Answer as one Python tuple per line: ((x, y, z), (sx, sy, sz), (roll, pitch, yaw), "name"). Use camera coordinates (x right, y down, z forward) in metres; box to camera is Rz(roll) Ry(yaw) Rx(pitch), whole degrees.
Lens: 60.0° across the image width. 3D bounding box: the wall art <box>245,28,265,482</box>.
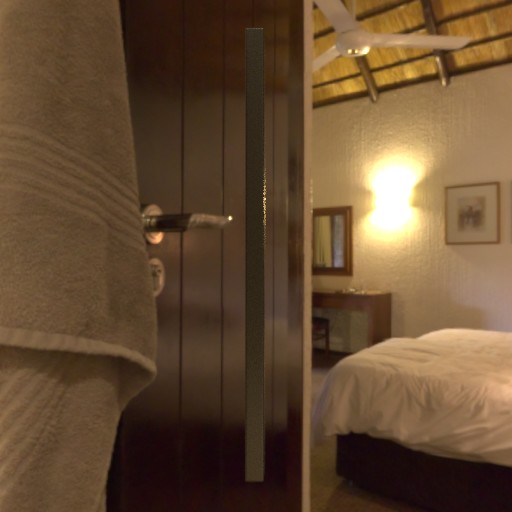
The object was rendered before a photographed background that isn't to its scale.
((0.000, 0.000, 1.638), (0.053, 1.194, 0.950), (0, -1, 0), "wall art")
